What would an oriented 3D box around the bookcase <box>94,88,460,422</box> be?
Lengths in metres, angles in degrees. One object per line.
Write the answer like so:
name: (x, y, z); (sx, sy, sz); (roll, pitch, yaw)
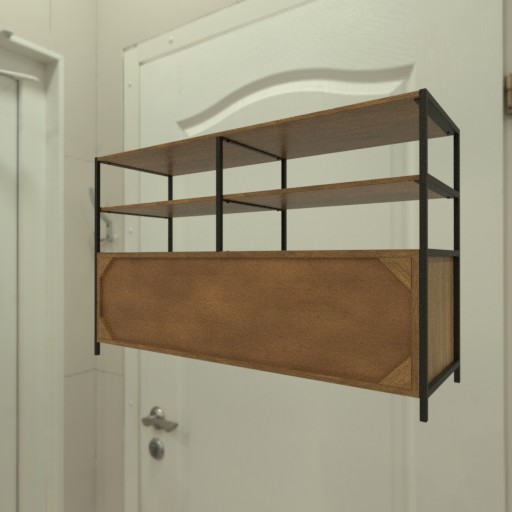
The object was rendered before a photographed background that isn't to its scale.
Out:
bookcase: (0.000, 0.000, 1.427); (1.149, 0.712, 0.391); (0, 0, 35)
